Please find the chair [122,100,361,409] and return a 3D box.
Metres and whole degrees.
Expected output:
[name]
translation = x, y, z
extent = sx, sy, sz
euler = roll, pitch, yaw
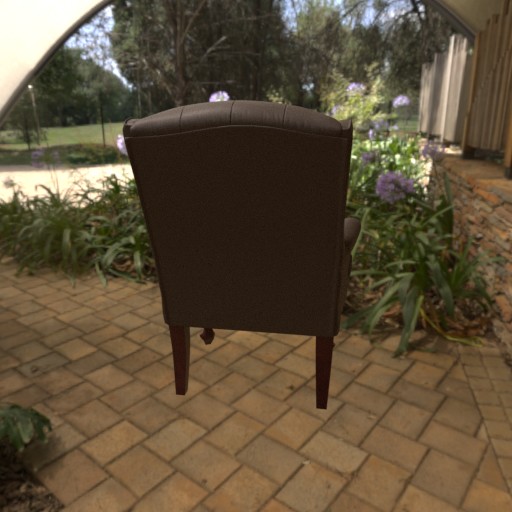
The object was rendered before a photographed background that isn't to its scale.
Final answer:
[chair]
translation = 0.000, 0.000, 1.763
extent = 0.829, 1.132, 0.819
euler = 3, 16, 9
